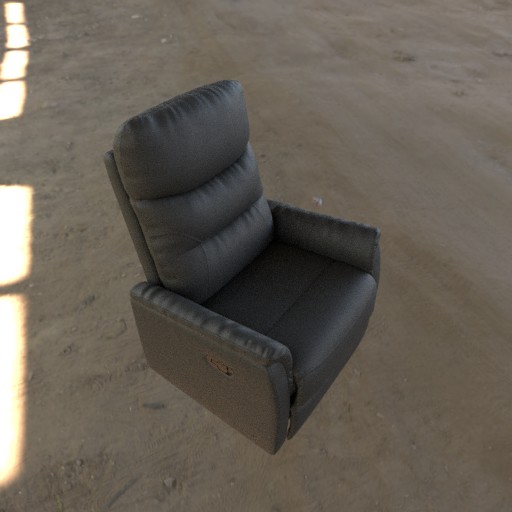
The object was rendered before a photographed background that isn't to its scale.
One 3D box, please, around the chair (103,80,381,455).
[{"bbox_3d":[0.000,0.000,1.648,0.831,1.082,0.775,26,47,27],"label":"chair"}]
